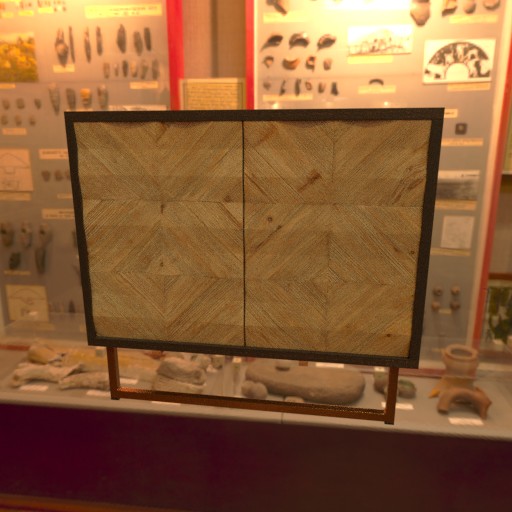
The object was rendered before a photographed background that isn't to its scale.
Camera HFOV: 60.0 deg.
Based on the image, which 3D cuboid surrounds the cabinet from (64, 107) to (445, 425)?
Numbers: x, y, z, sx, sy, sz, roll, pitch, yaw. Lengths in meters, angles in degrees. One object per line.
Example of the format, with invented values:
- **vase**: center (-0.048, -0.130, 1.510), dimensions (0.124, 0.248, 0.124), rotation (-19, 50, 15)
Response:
- **cabinet**: center (0.000, 0.000, 1.414), dimensions (0.950, 0.860, 0.451), rotation (2, 15, 8)
